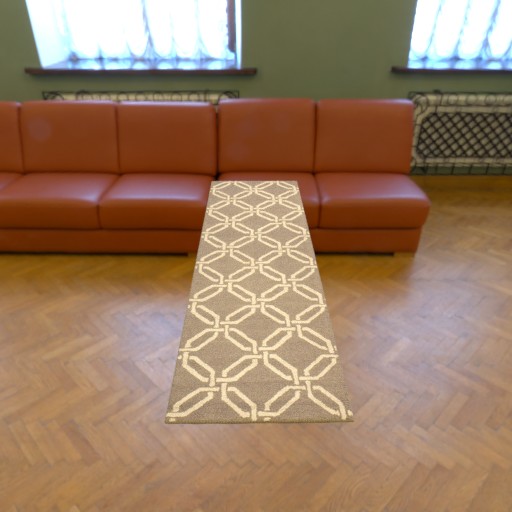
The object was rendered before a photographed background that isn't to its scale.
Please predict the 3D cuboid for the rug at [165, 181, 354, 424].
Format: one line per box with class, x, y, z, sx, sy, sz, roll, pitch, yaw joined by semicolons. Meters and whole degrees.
rug;0.000;0.000;2.546;0.678;0.014;2.276;0;31;-1
